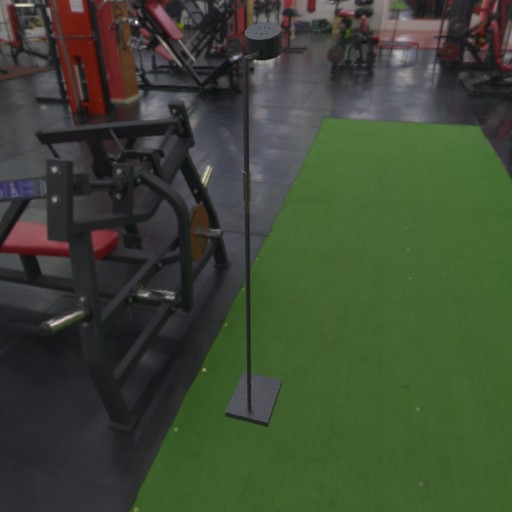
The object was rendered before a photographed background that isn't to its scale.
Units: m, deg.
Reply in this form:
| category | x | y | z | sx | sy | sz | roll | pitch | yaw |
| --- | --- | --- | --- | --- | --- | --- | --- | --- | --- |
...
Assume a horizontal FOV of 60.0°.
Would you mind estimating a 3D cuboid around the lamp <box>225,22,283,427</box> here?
| category | x | y | z | sx | sy | sz | roll | pitch | yaw |
| --- | --- | --- | --- | --- | --- | --- | --- | --- | --- |
| lamp | 0.000 | 0.000 | 1.728 | 0.203 | 1.600 | 0.304 | 9 | 32 | 14 |
